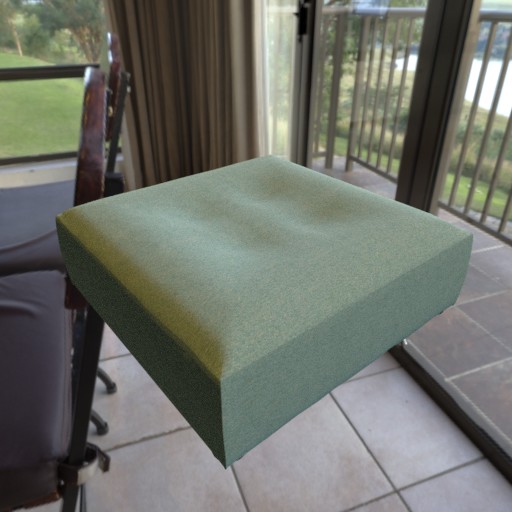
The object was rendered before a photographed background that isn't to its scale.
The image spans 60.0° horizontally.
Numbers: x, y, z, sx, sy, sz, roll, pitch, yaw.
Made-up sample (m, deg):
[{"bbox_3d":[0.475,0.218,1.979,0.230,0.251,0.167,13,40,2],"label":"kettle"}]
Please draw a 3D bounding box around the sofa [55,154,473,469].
[{"bbox_3d":[0.000,0.000,1.419,0.930,0.330,0.930,-23,38,-33],"label":"sofa"}]
